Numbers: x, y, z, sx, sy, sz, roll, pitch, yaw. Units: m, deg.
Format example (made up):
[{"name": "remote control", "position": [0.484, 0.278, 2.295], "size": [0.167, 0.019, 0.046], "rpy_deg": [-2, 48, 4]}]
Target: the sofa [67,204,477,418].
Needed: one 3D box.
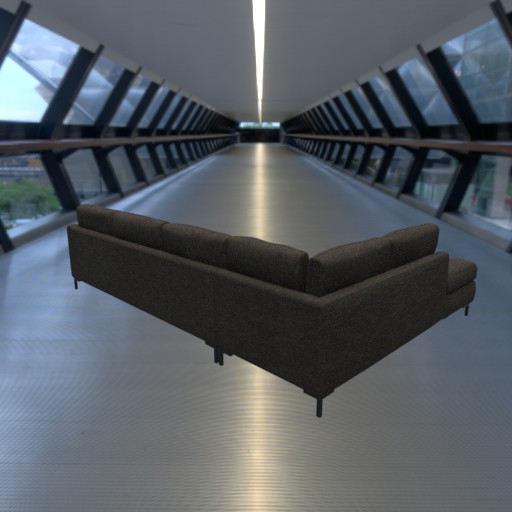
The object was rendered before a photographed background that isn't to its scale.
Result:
[{"name": "sofa", "position": [0.000, 0.000, 3.772], "size": [2.949, 0.815, 2.007], "rpy_deg": [14, 20, 43]}]
